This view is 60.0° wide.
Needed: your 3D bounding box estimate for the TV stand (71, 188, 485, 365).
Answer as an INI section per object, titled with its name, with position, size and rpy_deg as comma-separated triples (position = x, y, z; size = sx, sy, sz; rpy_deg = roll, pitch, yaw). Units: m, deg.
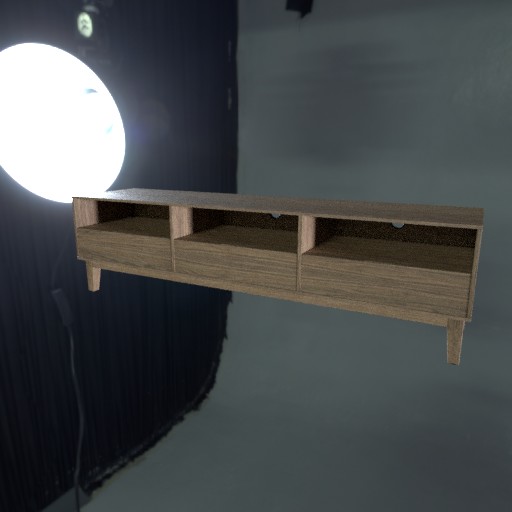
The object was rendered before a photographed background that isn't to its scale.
[TV stand]
position = 0.000, 0.000, 1.660
size = 1.482, 0.409, 0.366
rpy_deg = 7, 16, 26
